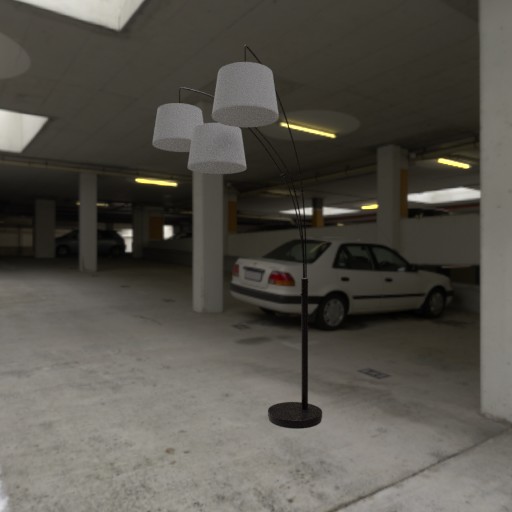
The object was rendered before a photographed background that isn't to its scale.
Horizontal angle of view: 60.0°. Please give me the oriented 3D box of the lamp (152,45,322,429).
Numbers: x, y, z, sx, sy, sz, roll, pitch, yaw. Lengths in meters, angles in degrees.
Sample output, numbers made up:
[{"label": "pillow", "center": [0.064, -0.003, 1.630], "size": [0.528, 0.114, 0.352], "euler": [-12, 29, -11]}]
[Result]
[{"label": "lamp", "center": [0.000, 0.000, 2.475], "size": [0.924, 1.950, 0.951], "euler": [0, 0, -36]}]
